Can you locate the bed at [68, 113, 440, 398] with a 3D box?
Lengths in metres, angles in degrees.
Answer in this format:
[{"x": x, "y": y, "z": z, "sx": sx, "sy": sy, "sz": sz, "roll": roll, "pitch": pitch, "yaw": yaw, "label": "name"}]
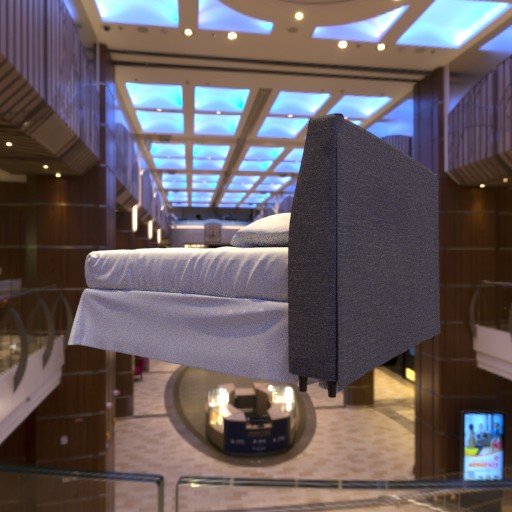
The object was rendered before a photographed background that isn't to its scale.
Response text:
[{"x": 0.000, "y": 0.000, "z": 3.424, "sx": 2.276, "sy": 1.332, "sz": 1.925, "roll": 0, "pitch": 0, "yaw": 36, "label": "bed"}]
